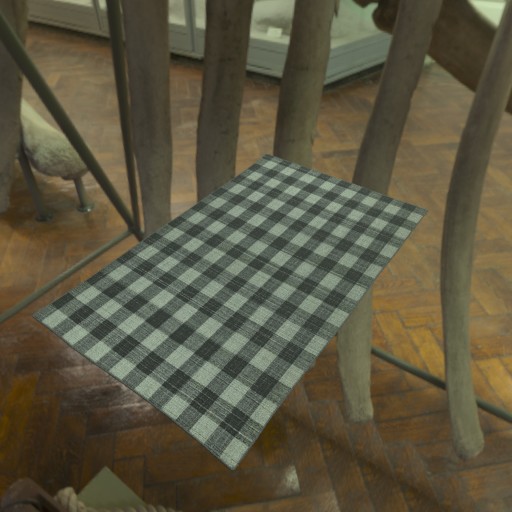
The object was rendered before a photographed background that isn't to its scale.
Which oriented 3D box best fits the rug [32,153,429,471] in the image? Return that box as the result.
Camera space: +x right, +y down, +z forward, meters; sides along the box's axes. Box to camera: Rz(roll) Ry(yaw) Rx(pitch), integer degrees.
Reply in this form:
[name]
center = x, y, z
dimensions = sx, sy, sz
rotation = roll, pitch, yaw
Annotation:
[rug]
center = 0.000, 0.000, 3.065
dimensions = 1.554, 0.011, 2.476
rotation = 26, 47, 26
